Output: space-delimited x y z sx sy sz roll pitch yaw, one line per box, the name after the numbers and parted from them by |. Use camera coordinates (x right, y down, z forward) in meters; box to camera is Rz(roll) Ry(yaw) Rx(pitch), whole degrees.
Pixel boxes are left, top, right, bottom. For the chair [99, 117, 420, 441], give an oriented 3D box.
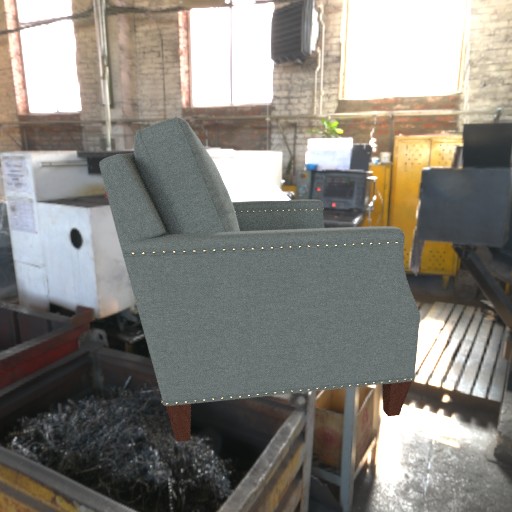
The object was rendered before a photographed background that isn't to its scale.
0.000 0.000 1.790 1.031 1.031 0.885 -3 14 -10 | chair
